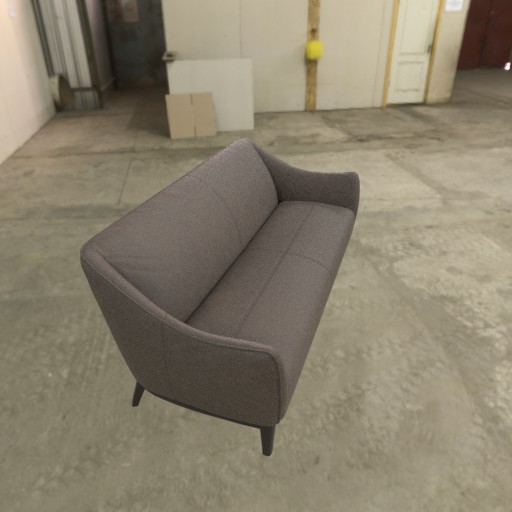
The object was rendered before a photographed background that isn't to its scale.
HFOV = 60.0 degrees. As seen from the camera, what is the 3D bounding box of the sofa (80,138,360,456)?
[{"bbox_3d":[0.000,0.000,2.444,0.869,0.831,1.928,10,31,17],"label":"sofa"}]
